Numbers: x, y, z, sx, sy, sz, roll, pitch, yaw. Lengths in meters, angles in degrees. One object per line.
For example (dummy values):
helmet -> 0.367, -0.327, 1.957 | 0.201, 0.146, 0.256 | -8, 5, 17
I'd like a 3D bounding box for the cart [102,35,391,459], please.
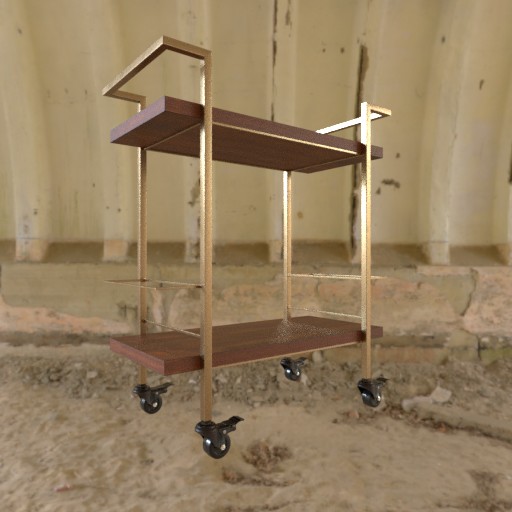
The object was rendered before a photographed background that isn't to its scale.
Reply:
cart -> 0.000, 0.000, 1.148 | 0.695, 0.807, 0.364 | 0, 0, -37
